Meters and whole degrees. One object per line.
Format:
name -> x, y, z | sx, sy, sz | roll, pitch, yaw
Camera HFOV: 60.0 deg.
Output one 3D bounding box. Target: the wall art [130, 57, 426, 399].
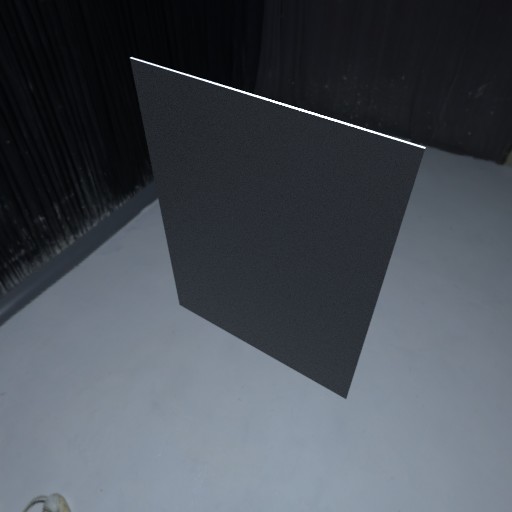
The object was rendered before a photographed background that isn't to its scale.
wall art -> 0.000, 0.000, 0.807 | 0.457, 0.609, 0.003 | 25, 51, 22
